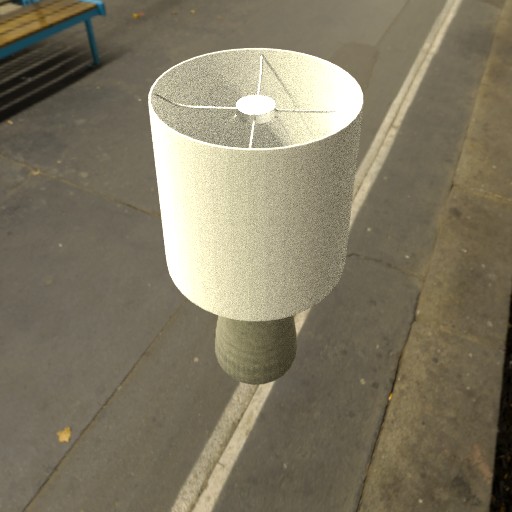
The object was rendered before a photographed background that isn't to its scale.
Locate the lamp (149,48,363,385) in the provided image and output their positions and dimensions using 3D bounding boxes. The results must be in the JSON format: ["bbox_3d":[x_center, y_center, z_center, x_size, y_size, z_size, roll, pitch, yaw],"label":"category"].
[{"bbox_3d":[0.000,0.000,0.475,0.186,0.369,0.186,0,46,0],"label":"lamp"}]
